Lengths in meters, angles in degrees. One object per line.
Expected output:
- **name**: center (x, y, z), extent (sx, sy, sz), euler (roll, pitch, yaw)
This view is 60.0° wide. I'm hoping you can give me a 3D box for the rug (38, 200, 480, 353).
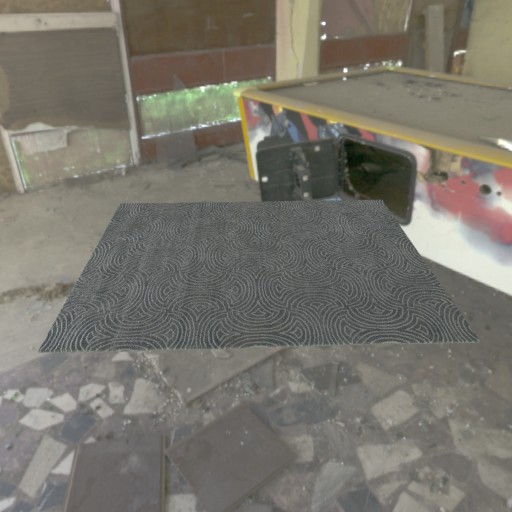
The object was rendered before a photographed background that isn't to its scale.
- **rug**: center (0.000, 0.000, 4.094), extent (3.042, 0.021, 2.456), euler (-1, 31, -2)
